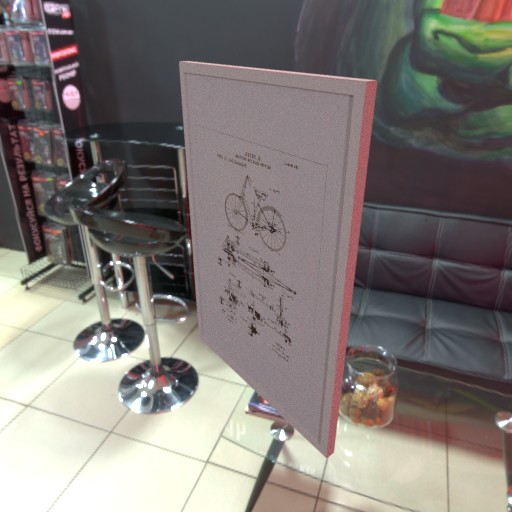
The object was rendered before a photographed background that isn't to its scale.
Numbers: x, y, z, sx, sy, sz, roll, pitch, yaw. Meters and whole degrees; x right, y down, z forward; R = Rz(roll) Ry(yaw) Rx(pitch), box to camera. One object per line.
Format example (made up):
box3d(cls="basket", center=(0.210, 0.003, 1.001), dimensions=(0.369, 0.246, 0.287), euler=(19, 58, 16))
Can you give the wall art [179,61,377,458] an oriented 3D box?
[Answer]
box3d(cls="wall art", center=(0.000, 0.000, 0.612), dimensions=(0.015, 0.477, 0.332), euler=(-19, 33, -33))
